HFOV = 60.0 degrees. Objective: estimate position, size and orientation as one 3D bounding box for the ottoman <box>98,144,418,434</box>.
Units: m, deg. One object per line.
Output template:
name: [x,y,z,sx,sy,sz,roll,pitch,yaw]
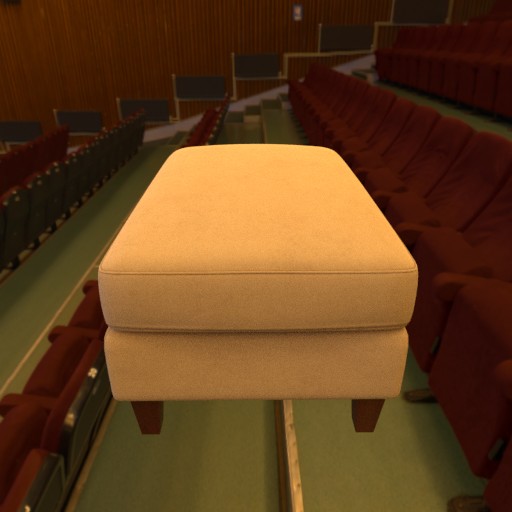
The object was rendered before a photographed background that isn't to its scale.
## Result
ottoman: [0.000,0.000,1.206,0.584,0.483,0.864,0,27,-1]
